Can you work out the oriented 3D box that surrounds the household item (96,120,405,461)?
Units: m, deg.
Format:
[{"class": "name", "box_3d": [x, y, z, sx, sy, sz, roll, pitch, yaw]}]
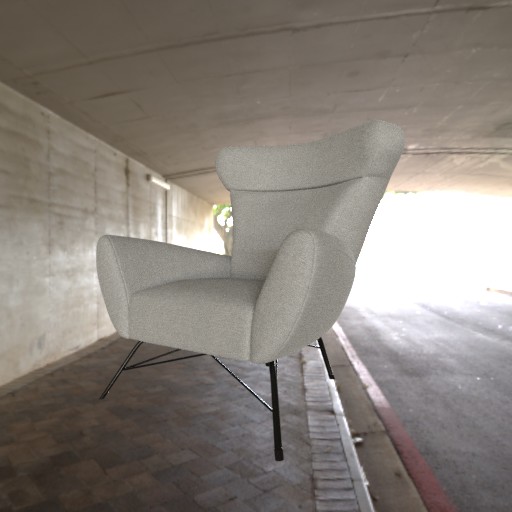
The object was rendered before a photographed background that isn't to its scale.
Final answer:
[{"class": "household item", "box_3d": [0.000, 0.000, 1.750, 0.980, 1.050, 0.900, 1, 1, 37]}]
